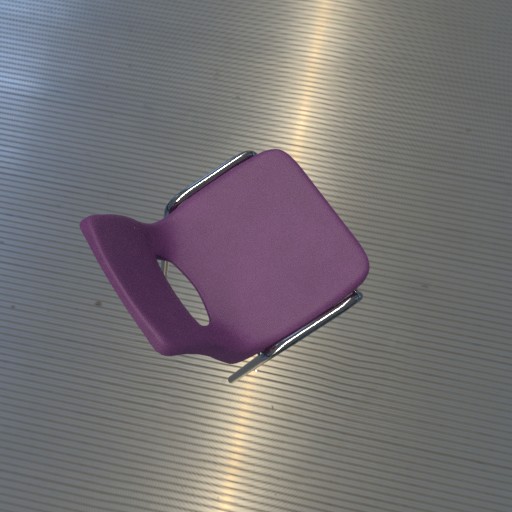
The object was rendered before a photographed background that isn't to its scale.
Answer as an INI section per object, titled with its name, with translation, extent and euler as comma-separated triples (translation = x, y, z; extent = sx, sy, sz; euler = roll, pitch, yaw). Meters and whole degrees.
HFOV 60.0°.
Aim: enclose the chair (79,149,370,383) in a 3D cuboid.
[chair]
translation = 0.000, 0.000, 0.892
extent = 0.432, 0.654, 0.381
euler = -33, 78, -8
